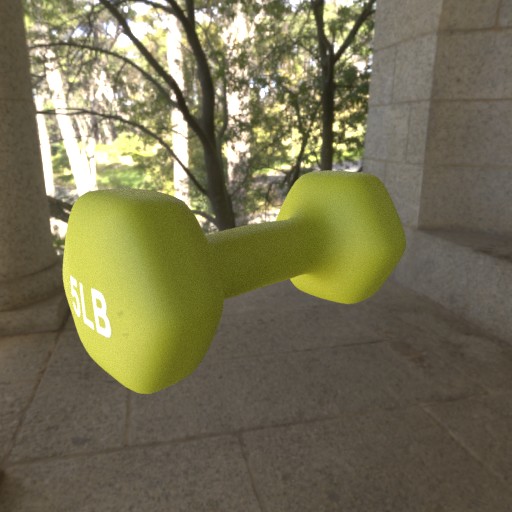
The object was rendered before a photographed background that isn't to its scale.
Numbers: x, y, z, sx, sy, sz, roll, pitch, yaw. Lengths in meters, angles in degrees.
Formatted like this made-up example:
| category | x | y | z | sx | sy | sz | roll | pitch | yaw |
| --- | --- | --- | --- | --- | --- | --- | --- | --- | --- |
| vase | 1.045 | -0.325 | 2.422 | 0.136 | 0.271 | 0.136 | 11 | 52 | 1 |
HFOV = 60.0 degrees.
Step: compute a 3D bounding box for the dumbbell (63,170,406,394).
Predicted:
| category | x | y | z | sx | sy | sz | roll | pitch | yaw |
| --- | --- | --- | --- | --- | --- | --- | --- | --- | --- |
| dumbbell | 0.000 | 0.000 | 0.209 | 0.164 | 0.072 | 0.080 | -14 | 20 | -41 |
